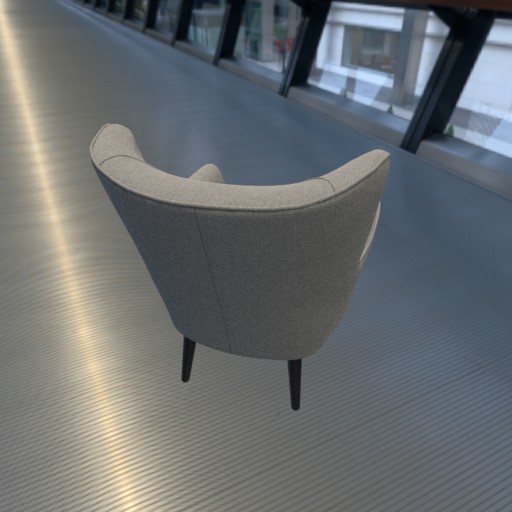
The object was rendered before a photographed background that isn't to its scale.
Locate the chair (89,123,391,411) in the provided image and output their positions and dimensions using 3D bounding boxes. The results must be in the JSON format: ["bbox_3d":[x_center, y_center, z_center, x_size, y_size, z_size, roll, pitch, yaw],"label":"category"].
[{"bbox_3d":[0.000,0.000,1.524,0.781,0.933,0.888,10,33,15],"label":"chair"}]
